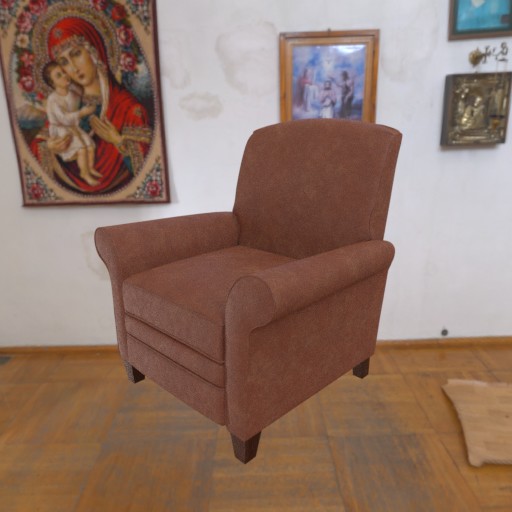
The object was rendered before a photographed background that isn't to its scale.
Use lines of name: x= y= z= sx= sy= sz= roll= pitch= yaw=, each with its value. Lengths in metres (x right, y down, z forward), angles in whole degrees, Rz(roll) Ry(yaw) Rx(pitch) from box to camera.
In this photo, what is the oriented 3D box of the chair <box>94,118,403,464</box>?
chair: x=0.000 y=0.000 z=1.772 sx=0.978 sy=1.061 sz=0.902 roll=15 pitch=22 yaw=42
